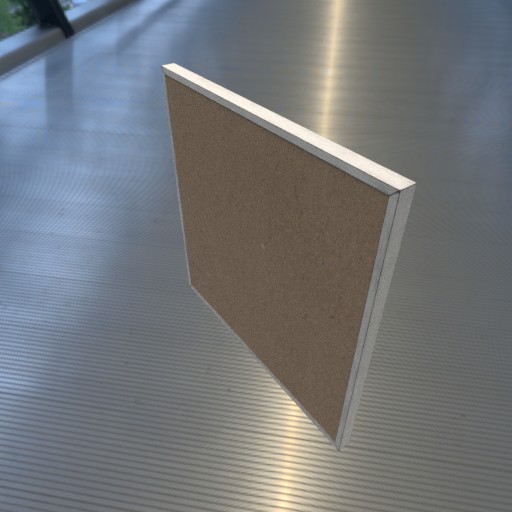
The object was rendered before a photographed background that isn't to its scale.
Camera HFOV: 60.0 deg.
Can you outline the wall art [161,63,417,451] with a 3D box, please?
[{"bbox_3d":[0.000,0.000,1.134,0.038,0.762,0.762,-25,45,-27],"label":"wall art"}]
